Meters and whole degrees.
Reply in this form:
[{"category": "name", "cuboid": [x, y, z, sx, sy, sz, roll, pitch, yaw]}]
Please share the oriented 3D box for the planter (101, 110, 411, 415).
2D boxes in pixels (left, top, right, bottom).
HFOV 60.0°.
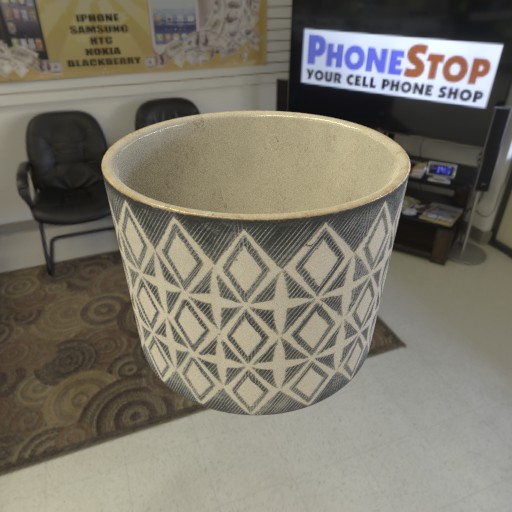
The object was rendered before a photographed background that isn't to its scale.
[{"category": "planter", "cuboid": [0.000, 0.000, 0.331, 0.192, 0.165, 0.192, 0, 33, 0]}]
